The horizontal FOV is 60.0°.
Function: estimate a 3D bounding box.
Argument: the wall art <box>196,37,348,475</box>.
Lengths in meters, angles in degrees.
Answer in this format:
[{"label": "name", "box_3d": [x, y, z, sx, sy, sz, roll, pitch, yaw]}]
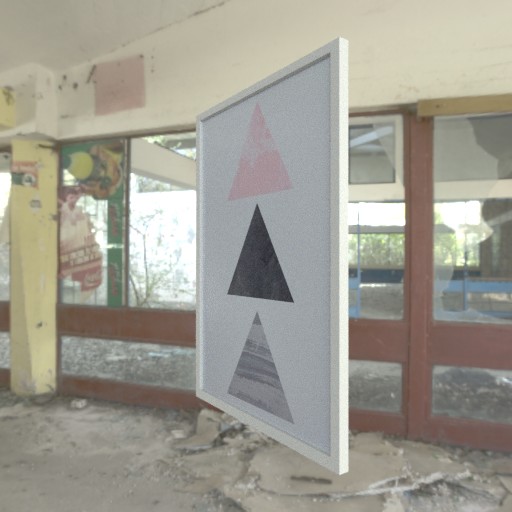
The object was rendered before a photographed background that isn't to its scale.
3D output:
[{"label": "wall art", "box_3d": [0.000, 0.000, 0.565, 0.013, 0.433, 0.303, 0, 0, -35]}]
